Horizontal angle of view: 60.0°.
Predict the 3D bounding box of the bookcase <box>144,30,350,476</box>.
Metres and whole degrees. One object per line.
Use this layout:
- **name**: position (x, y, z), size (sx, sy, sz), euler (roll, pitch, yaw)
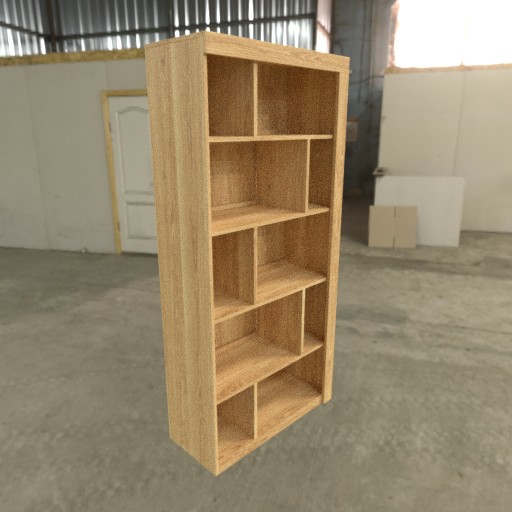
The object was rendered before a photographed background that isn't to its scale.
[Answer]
- **bookcase**: position (0.000, 0.000, 2.385), size (0.420, 2.020, 0.950), euler (16, 22, 43)
